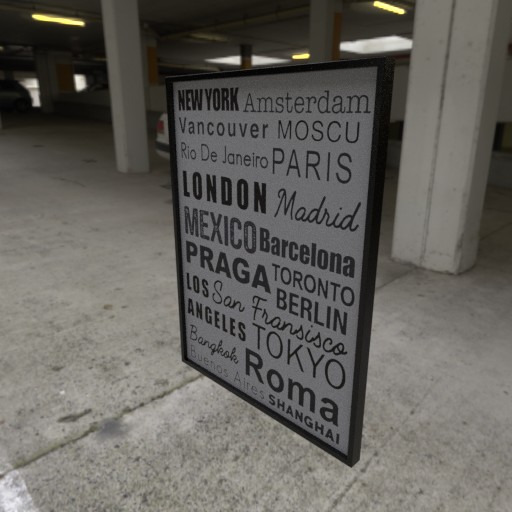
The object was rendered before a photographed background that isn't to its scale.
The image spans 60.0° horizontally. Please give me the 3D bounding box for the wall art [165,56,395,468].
[{"bbox_3d":[0.000,0.000,1.345,0.788,1.046,0.043,17,24,42],"label":"wall art"}]
